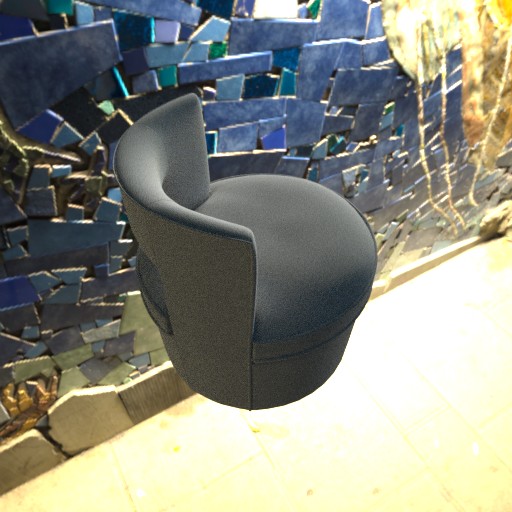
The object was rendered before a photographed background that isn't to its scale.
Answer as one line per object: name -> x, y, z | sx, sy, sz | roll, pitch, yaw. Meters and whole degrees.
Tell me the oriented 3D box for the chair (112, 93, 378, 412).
chair -> 0.000, 0.000, 1.253 | 0.665, 0.723, 0.650 | -11, 46, -11
